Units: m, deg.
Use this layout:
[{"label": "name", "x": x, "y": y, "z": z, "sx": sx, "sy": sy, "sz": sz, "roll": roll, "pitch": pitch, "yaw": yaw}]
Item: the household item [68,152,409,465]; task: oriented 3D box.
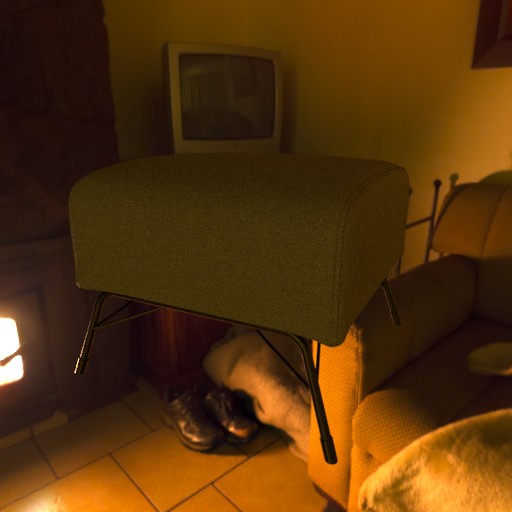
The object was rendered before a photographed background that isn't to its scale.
[{"label": "household item", "x": 0.000, "y": 0.000, "z": 0.913, "sx": 0.530, "sy": 0.410, "sz": 0.530, "roll": 9, "pitch": 19, "yaw": 26}]
